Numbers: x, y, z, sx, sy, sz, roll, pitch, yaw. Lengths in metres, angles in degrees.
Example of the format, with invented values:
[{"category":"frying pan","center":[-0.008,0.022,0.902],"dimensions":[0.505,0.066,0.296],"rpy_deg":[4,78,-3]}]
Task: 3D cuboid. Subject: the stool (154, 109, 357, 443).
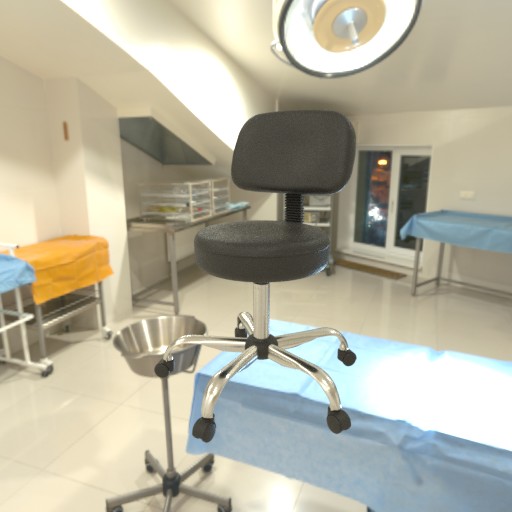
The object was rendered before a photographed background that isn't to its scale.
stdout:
[{"category":"stool","center":[0.000,0.000,1.318],"dimensions":[0.673,0.862,0.648],"rpy_deg":[7,16,27]}]
